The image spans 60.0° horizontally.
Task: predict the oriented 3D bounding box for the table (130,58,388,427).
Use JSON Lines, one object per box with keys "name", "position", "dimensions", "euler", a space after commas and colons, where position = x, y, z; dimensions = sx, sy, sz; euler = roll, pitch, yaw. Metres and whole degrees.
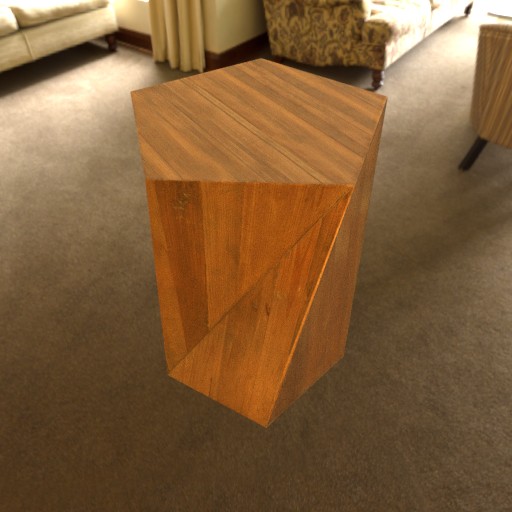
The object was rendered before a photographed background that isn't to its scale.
{"name": "table", "position": [0.000, 0.000, 0.883], "dimensions": [0.441, 0.604, 0.425], "euler": [-10, 45, -10]}
